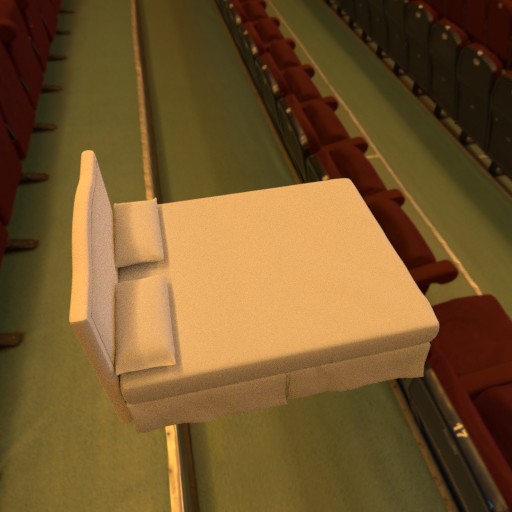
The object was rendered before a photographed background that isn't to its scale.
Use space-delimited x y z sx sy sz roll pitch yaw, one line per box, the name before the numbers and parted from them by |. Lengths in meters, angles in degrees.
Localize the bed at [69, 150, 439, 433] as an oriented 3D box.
bed | 0.000 0.000 3.612 2.477 1.437 1.977 -9 47 -9
